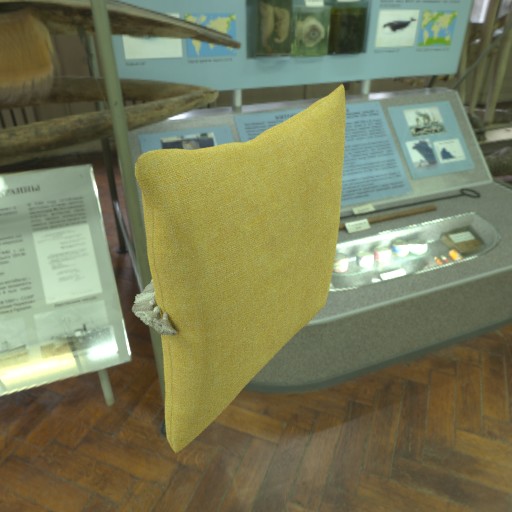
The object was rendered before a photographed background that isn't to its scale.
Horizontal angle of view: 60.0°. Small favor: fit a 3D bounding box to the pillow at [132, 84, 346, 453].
[{"bbox_3d":[0.000,0.000,0.744,0.167,0.481,0.485,21,38,31],"label":"pillow"}]
